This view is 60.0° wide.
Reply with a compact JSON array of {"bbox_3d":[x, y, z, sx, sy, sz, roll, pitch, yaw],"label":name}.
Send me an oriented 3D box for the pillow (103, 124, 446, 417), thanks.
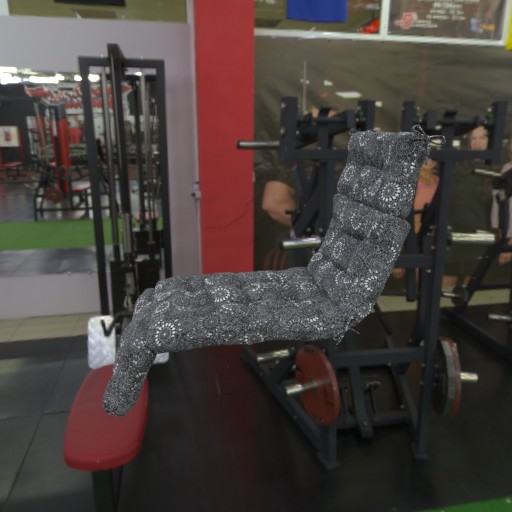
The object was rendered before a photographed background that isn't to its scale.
[{"bbox_3d":[0.000,0.000,1.521,1.016,0.863,0.526,-2,16,-9],"label":"pillow"}]
